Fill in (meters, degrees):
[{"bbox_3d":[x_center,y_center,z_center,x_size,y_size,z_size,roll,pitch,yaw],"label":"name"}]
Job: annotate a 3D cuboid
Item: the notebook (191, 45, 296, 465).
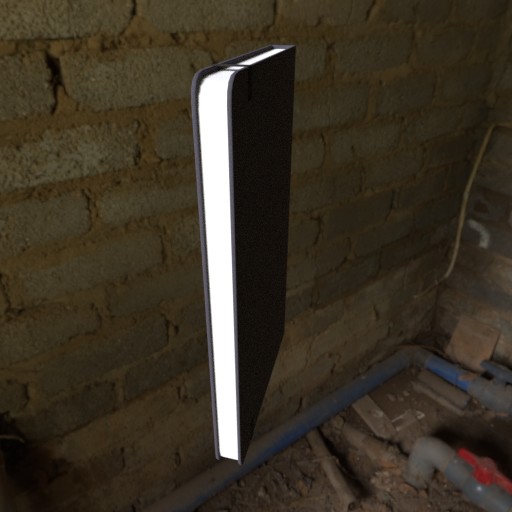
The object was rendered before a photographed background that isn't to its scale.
[{"bbox_3d":[0.000,0.000,0.257,0.016,0.213,0.127,7,30,13],"label":"notebook"}]
